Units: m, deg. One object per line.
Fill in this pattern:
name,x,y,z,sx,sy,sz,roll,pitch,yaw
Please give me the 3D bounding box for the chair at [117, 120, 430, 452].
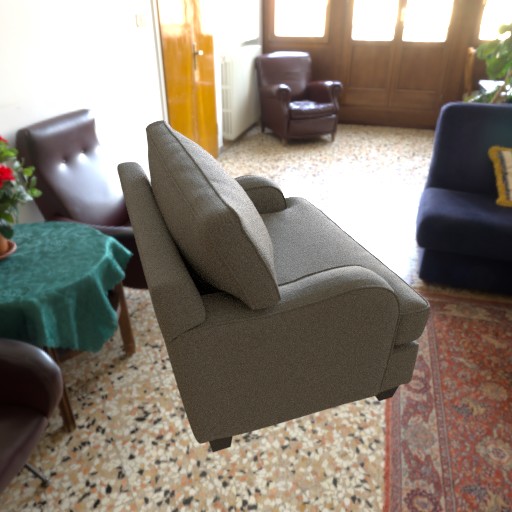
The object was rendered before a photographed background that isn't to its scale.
chair,0.000,0.000,2.008,1.040,1.016,1.220,-10,31,-17
